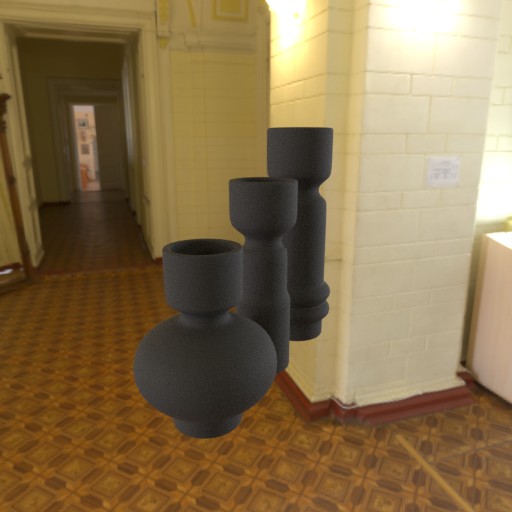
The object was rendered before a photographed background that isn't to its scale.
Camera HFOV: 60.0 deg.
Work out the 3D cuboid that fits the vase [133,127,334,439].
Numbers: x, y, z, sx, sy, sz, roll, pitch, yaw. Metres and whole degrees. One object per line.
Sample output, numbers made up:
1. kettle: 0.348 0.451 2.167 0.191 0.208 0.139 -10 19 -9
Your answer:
1. vase: 0.000 0.000 0.439 0.120 0.249 0.307 7 16 26
